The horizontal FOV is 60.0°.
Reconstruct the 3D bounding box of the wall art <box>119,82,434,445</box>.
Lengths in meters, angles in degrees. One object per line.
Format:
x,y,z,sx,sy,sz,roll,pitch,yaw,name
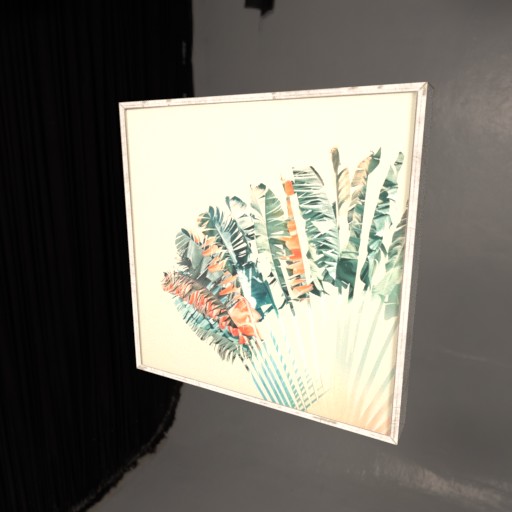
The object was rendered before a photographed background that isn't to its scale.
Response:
0.000,0.000,0.445,0.305,0.303,0.038,7,15,27,wall art
